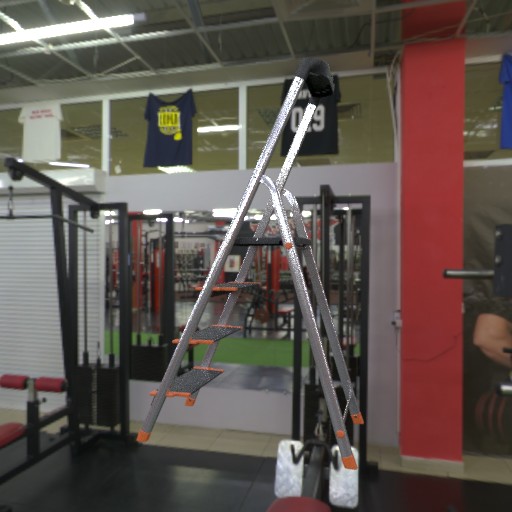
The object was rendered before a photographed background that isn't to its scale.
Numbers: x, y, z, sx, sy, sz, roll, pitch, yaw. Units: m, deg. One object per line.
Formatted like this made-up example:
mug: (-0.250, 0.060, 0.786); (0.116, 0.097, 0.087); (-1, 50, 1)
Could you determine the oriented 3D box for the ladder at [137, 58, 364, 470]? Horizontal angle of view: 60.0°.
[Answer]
ladder: (0.000, 0.000, 1.809); (0.834, 1.429, 0.452); (0, 0, 16)
